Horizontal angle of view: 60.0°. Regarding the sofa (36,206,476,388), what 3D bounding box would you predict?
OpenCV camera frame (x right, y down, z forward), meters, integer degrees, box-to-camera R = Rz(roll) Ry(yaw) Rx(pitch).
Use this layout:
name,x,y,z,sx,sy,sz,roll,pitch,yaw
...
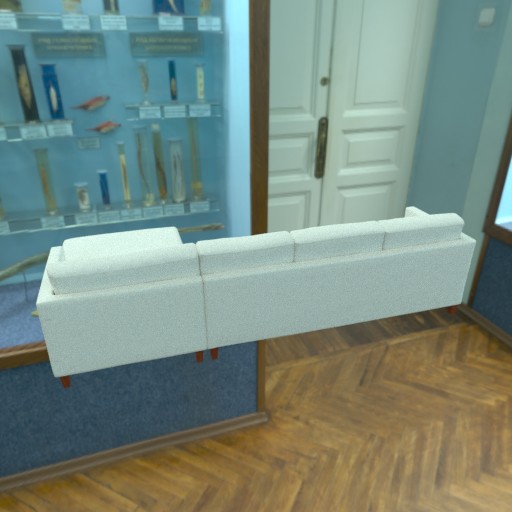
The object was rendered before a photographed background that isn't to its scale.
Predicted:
name,x,y,z,sx,sy,sz,roll,pitch,yaw
sofa,0.000,0.000,4.096,3.471,0.954,1.606,-8,27,-15
